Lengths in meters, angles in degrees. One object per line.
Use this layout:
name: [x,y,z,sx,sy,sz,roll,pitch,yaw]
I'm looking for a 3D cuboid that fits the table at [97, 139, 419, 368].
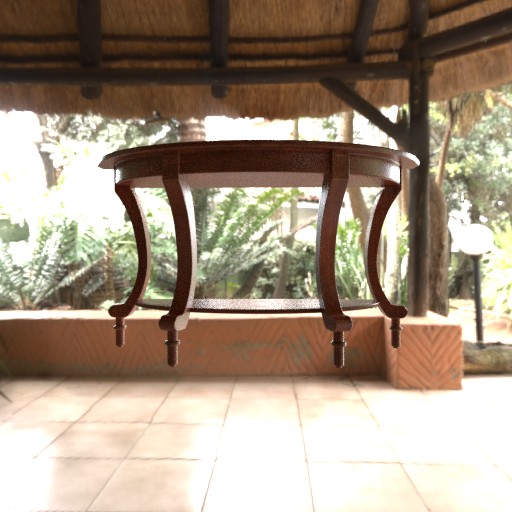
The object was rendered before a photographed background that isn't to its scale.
table: [0.000,0.000,1.516,1.198,0.699,0.394,0,1,1]
